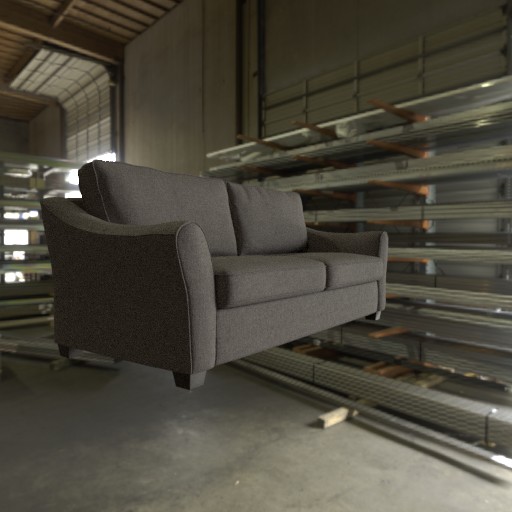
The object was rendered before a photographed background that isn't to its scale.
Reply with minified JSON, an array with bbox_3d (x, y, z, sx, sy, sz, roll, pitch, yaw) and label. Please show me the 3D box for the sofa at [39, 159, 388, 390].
[{"bbox_3d":[0.000,0.000,2.738,1.013,0.976,2.203,1,2,36],"label":"sofa"}]
